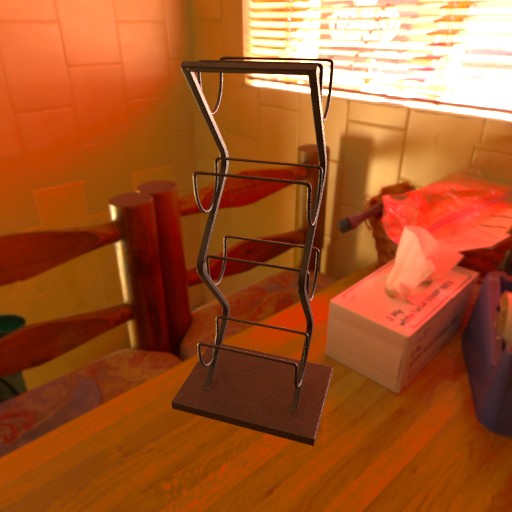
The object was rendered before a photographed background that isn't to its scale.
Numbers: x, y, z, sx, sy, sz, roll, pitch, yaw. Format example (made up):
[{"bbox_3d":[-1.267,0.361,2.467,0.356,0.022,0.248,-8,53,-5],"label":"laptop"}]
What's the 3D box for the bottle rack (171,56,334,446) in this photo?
[{"bbox_3d":[0.000,0.000,0.692,0.254,0.559,0.178,9,28,16],"label":"bottle rack"}]
